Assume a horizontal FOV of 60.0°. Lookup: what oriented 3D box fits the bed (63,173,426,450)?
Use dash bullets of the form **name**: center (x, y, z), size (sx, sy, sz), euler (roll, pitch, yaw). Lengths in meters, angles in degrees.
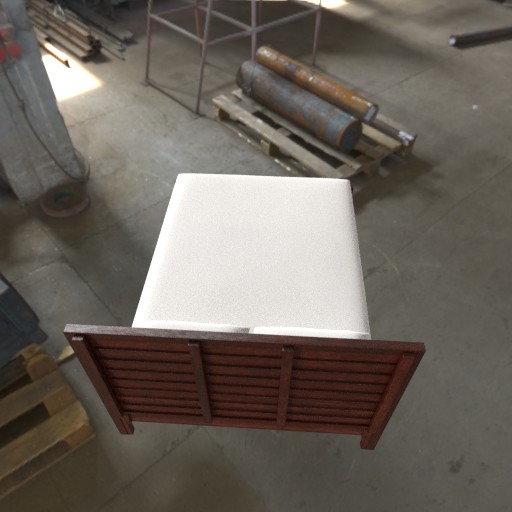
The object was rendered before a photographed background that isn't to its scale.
- **bed**: center (0.000, 0.000, 3.955), size (2.040, 1.492, 2.803), euler (3, 47, 2)
